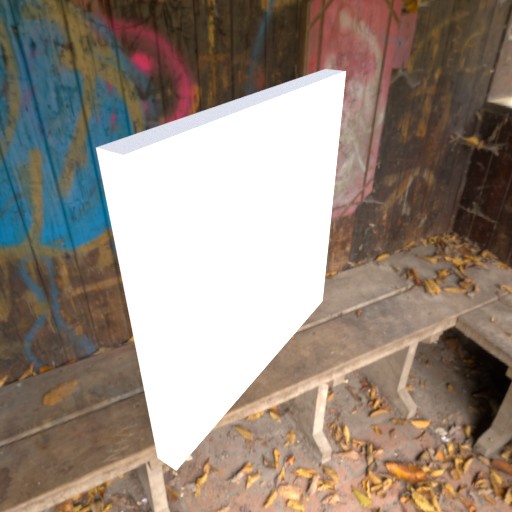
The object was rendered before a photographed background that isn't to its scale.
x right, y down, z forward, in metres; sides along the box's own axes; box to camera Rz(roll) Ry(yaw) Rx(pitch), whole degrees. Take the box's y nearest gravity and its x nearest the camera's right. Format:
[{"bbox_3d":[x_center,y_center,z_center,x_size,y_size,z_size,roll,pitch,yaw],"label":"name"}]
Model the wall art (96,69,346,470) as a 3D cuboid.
[{"bbox_3d":[0.000,0.000,0.517,0.027,0.355,0.355,20,37,28],"label":"wall art"}]
